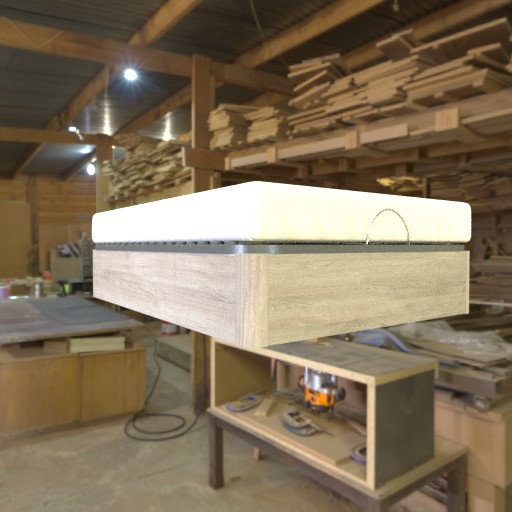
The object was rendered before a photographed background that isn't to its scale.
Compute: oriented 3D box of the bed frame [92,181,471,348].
[{"bbox_3d":[0.000,0.000,2.624,1.400,0.561,1.900,-1,2,-35],"label":"bed frame"}]
